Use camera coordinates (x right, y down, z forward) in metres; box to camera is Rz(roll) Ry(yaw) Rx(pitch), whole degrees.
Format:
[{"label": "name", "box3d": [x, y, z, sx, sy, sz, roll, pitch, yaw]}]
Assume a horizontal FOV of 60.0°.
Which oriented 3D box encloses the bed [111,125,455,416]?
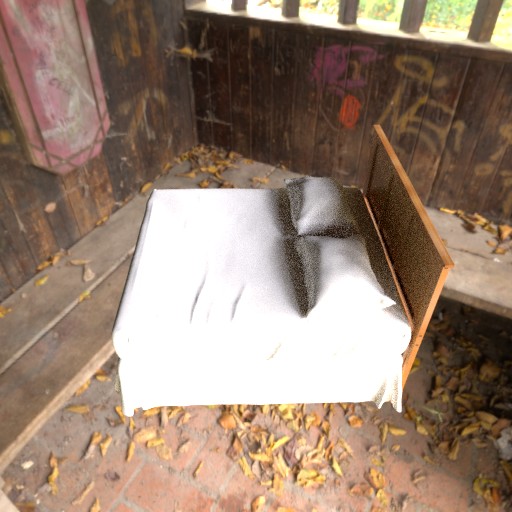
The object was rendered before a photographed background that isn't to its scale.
[{"label": "bed", "box3d": [0.000, 0.000, 3.279, 2.035, 1.273, 1.870, -1, 41, -1]}]
